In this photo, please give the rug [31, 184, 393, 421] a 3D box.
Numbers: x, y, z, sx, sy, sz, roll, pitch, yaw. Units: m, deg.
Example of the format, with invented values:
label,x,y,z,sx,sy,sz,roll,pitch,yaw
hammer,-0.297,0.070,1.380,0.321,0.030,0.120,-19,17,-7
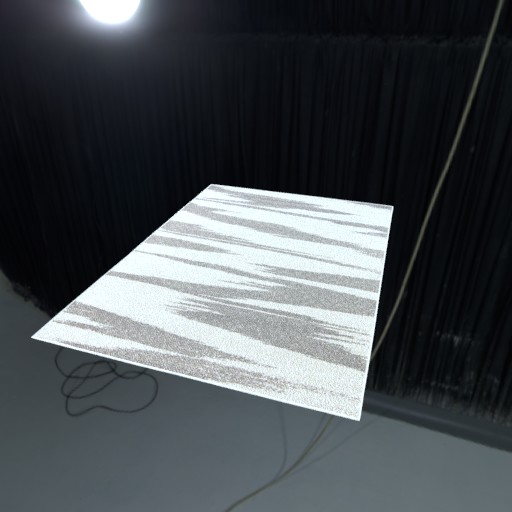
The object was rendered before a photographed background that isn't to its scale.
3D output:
label,x,y,z,sx,sy,sz,roll,pitch,yaw
rug,0.000,0.000,2.755,1.533,0.010,2.142,9,31,16
